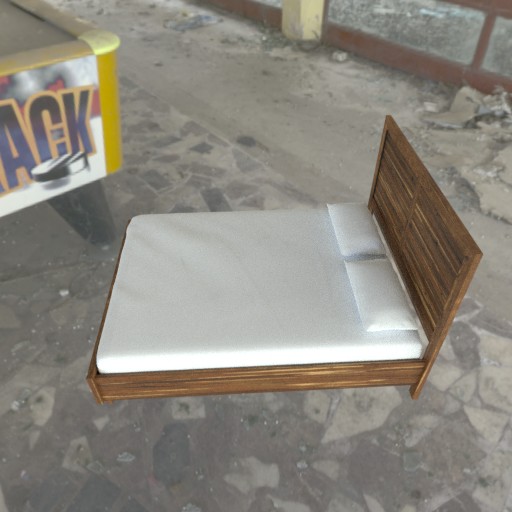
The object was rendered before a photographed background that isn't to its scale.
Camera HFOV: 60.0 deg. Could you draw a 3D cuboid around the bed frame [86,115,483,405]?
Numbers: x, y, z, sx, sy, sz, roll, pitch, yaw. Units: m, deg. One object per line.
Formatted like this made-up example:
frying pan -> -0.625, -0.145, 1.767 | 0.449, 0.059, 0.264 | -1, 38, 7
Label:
bed frame -> 0.000, 0.000, 3.354 | 2.276, 1.417, 1.696 | -2, 42, -2
